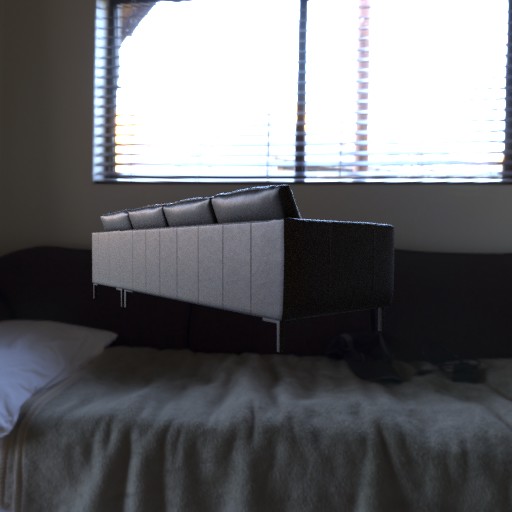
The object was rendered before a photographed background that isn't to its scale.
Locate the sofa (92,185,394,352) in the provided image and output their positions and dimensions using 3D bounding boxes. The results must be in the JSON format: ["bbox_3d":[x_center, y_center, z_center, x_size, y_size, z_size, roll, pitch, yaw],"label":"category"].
[{"bbox_3d":[0.000,0.000,3.878,1.938,0.877,2.984,-1,2,-38],"label":"sofa"}]
